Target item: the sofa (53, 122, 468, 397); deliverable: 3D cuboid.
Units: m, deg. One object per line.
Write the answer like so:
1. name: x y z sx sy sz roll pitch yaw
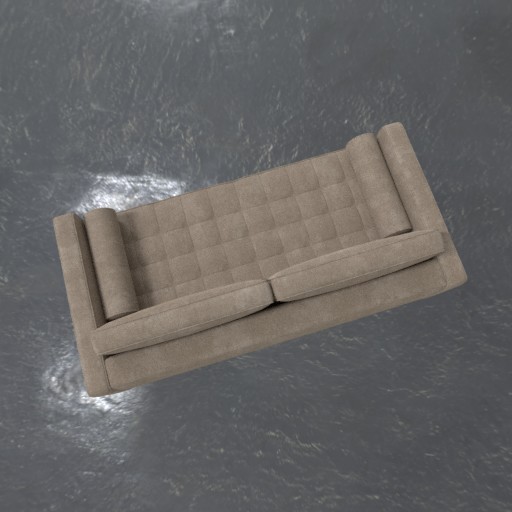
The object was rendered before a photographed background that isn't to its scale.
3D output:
1. sofa: 0.000 0.000 2.324 1.883 0.769 0.920 -16 77 -4
